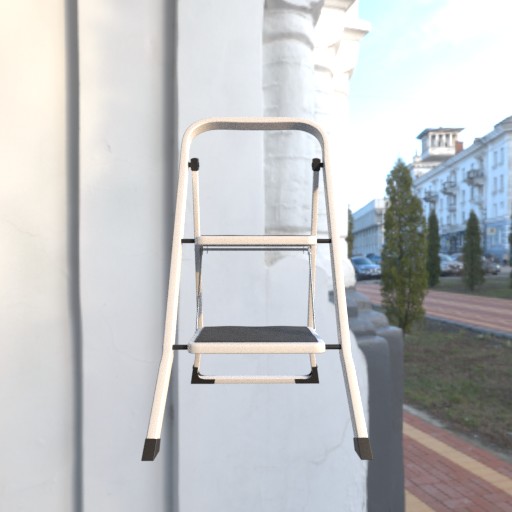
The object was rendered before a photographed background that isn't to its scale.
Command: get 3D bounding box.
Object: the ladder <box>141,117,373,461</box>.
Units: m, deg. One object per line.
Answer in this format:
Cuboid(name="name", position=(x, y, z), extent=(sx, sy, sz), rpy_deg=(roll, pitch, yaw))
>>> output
Cuboid(name="ladder", position=(0.000, 0.000, 1.149), extent=(0.460, 0.810, 0.544), rpy_deg=(0, 0, -1))
